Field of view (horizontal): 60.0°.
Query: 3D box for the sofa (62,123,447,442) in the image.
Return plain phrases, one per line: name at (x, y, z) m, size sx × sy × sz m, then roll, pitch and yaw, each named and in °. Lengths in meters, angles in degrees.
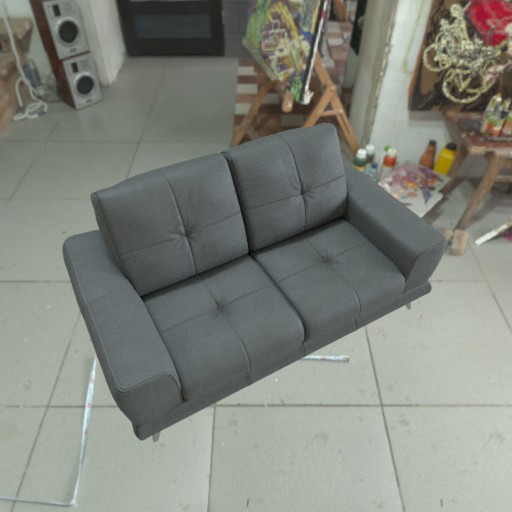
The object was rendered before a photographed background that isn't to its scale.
sofa at (0.000, 0.000, 2.352) m, size 1.806 × 0.907 × 1.018 m, roll -22°, pitch 49°, yaw -20°
